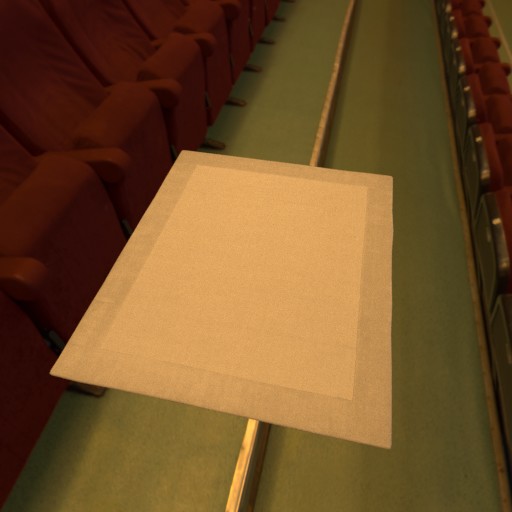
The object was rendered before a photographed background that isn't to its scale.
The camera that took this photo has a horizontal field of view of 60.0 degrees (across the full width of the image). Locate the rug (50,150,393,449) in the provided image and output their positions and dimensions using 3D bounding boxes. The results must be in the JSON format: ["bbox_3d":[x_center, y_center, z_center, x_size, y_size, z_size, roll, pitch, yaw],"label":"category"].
[{"bbox_3d":[0.000,0.000,4.019,2.430,0.018,2.976,9,47,8],"label":"rug"}]
